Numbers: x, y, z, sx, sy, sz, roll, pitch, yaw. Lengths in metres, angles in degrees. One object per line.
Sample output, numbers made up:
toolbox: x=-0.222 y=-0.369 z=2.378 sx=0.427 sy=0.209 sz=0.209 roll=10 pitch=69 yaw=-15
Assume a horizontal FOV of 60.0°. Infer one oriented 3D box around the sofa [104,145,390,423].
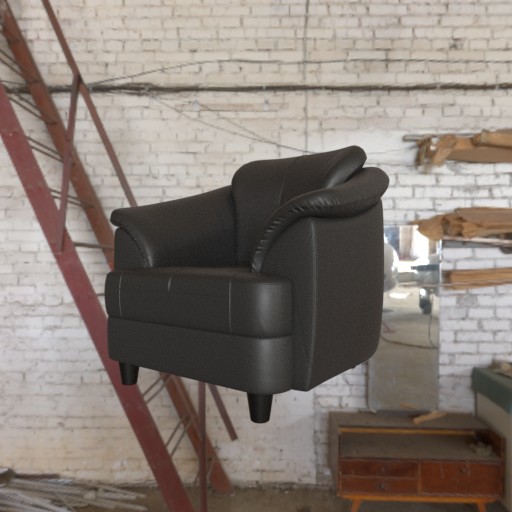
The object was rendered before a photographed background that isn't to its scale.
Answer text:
sofa: x=0.000 y=0.000 z=1.516 sx=0.870 sy=0.811 sz=0.794 roll=0 pitch=1 yaw=37
